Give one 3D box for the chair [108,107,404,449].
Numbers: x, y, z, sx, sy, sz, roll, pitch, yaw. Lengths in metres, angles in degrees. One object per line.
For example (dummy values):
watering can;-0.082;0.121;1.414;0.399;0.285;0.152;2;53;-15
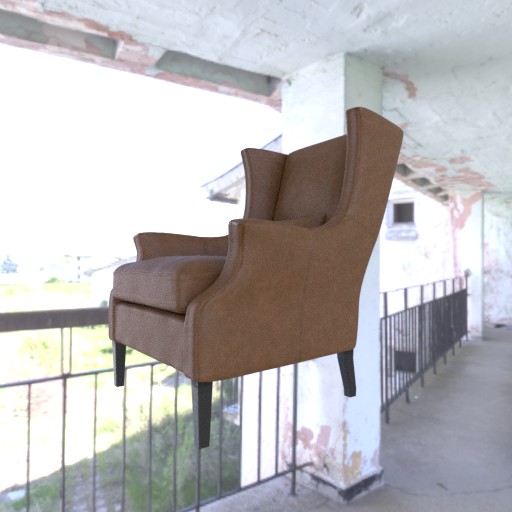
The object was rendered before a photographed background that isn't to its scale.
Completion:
chair;0.000;0.000;1.695;0.925;1.016;0.852;0;-1;-35
